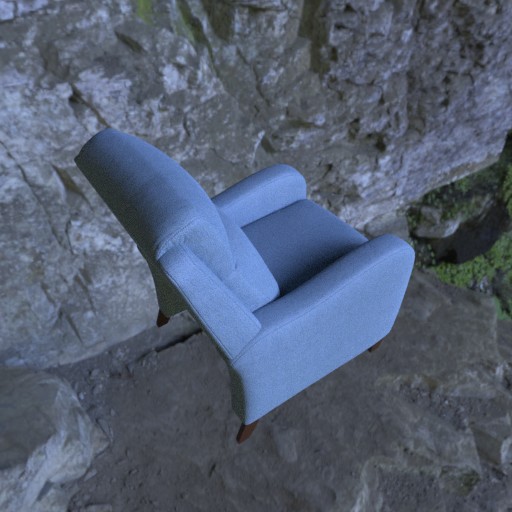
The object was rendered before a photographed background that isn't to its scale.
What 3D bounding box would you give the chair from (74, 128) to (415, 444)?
[{"bbox_3d":[0.000,0.000,1.721,0.988,1.067,0.785,-25,46,-26],"label":"chair"}]
